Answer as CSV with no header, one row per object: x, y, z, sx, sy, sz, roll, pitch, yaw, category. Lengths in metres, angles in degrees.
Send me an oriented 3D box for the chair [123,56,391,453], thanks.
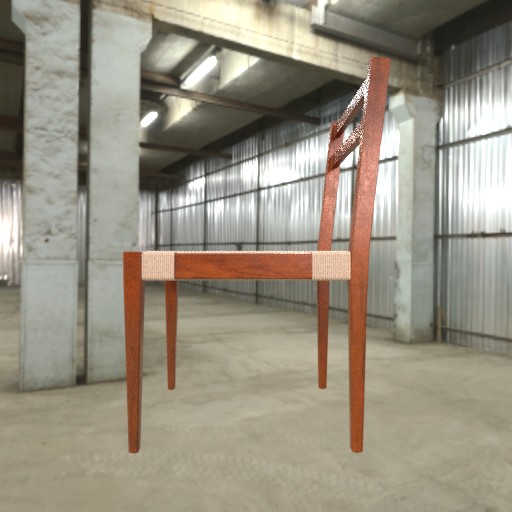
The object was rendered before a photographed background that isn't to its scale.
0.000,0.000,1.186,0.569,0.851,0.495,0,0,-1,chair
